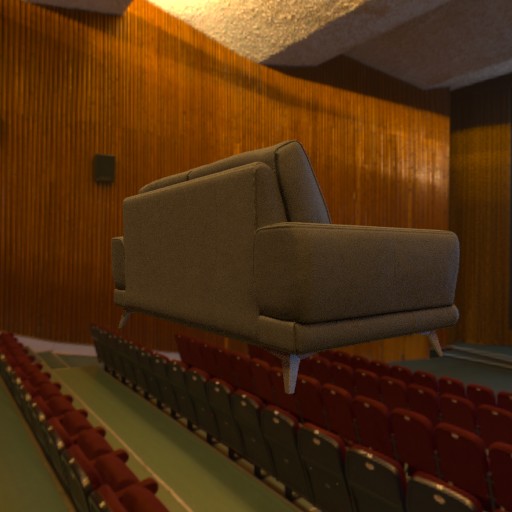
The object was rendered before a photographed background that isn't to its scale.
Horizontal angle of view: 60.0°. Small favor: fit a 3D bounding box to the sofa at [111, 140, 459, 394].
[{"bbox_3d":[0.000,0.000,2.403,1.018,0.907,1.806,0,0,-37],"label":"sofa"}]
